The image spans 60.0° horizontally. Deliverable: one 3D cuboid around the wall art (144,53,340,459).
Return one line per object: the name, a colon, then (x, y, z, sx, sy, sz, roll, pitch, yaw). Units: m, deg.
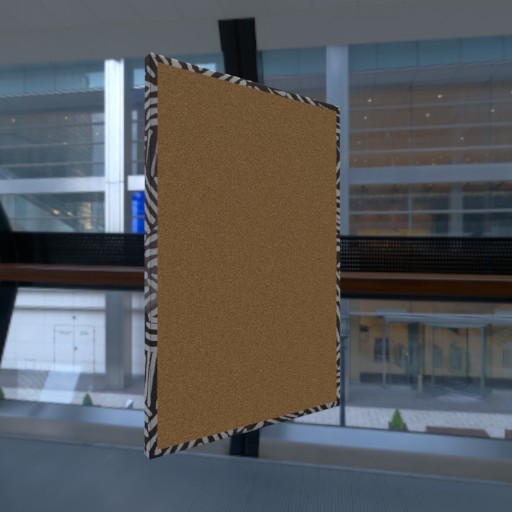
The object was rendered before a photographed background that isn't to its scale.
wall art: (0.000, 0.000, 1.191, 0.615, 0.918, 0.035, 0, 0, -36)
